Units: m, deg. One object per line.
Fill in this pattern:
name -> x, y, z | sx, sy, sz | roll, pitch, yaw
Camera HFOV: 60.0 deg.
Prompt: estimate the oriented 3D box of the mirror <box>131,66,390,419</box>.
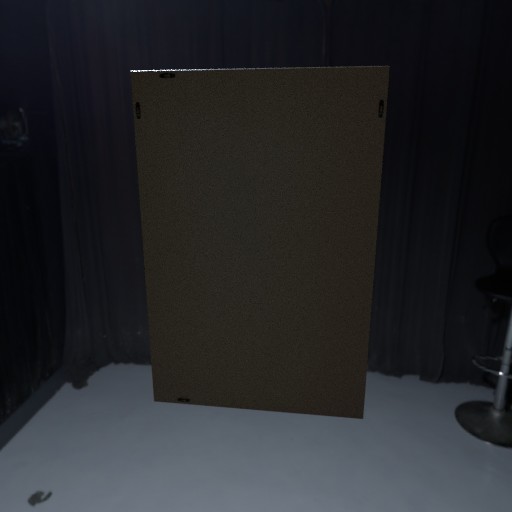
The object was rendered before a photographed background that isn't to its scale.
mirror -> 0.000, 0.000, 1.170 | 0.609, 0.915, 0.040 | 2, 16, 8
